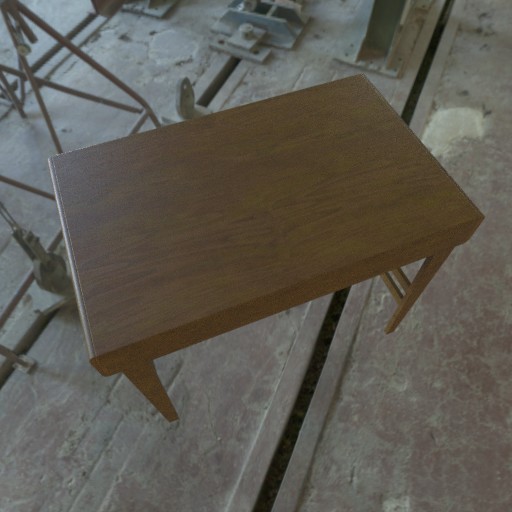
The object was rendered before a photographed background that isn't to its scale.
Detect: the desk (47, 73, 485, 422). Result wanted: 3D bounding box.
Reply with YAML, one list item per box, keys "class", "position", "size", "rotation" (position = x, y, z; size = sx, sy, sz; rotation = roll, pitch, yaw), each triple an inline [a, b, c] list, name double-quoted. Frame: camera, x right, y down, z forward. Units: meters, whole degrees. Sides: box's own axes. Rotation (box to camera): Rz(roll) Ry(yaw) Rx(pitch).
- class: "desk"
  position: [0.000, 0.000, 1.560]
  size: [1.066, 0.754, 0.660]
  rotation: [-19, 60, -11]
